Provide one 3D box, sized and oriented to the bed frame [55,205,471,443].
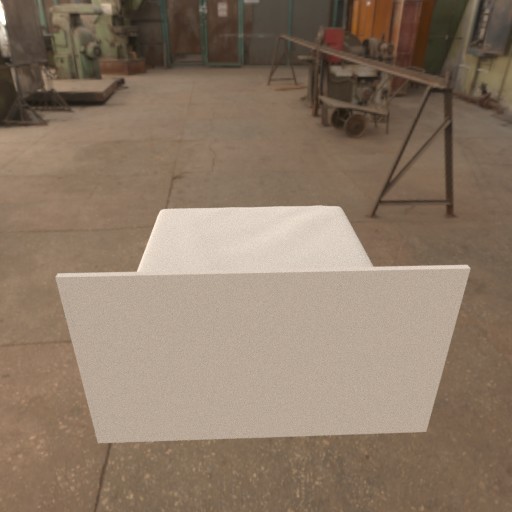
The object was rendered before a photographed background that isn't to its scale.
[{"bbox_3d":[0.000,0.000,2.983,1.711,1.001,2.100,-1,29,-2],"label":"bed frame"}]
